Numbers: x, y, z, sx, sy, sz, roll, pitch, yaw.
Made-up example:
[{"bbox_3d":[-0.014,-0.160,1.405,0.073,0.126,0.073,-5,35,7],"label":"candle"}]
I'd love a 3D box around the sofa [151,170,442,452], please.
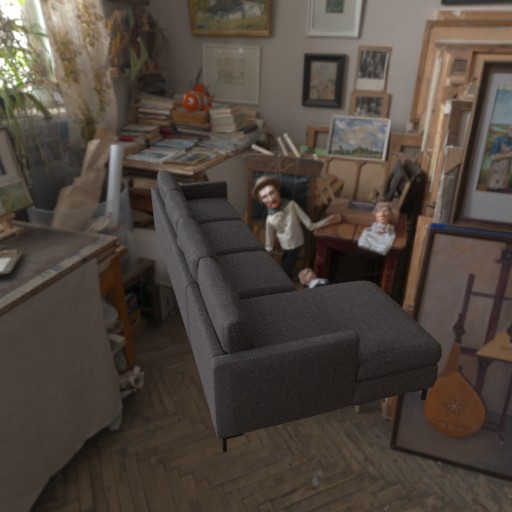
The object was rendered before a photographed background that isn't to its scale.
[{"bbox_3d":[0.000,0.000,3.335,1.258,0.754,2.731,-8,28,-16],"label":"sofa"}]
